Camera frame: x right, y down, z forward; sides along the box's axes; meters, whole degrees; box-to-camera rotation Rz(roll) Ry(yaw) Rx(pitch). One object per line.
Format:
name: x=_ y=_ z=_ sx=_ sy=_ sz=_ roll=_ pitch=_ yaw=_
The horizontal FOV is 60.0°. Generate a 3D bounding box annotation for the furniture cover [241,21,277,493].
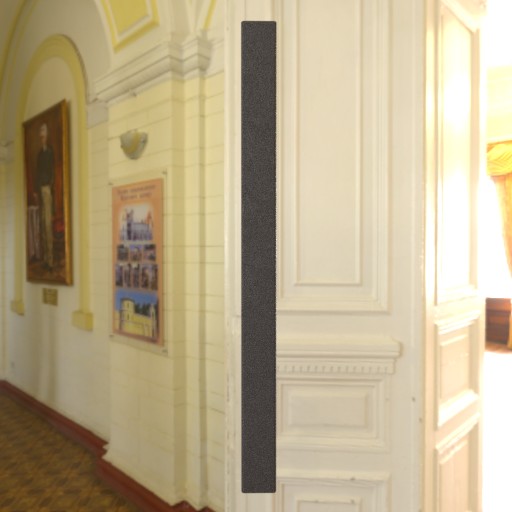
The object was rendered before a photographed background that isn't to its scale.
furniture cover: x=0.000 y=0.000 z=0.370 sx=0.023 sy=0.281 sz=0.216 roll=0 pitch=1 yaw=-1
